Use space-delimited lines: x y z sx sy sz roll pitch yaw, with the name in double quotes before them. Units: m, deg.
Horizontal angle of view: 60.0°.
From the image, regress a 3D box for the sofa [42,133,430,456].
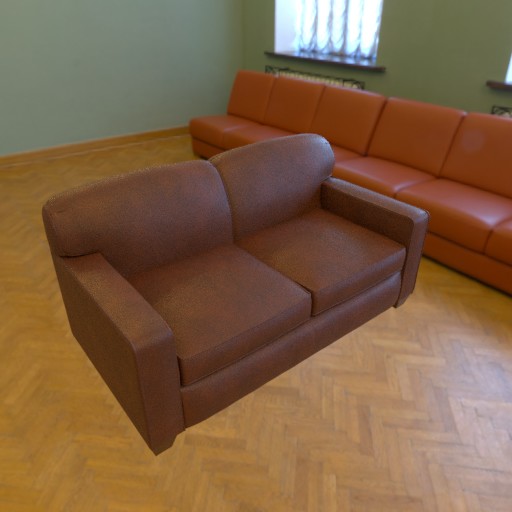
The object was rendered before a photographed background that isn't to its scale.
"sofa" 0.000 0.000 2.429 1.856 0.966 1.000 -22 36 -33
